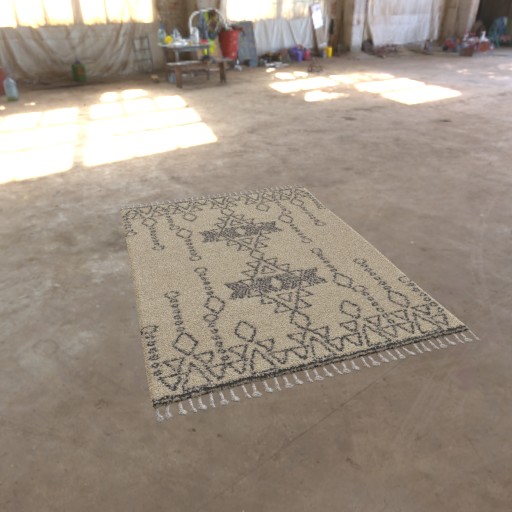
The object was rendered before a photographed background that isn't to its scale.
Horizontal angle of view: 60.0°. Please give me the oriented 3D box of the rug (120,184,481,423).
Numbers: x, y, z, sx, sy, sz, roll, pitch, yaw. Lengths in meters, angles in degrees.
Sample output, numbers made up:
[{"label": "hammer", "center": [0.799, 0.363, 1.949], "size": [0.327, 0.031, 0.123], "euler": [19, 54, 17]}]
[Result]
[{"label": "rug", "center": [0.000, 0.000, 3.860], "size": [2.125, 0.028, 3.027], "euler": [-9, 31, -16]}]
